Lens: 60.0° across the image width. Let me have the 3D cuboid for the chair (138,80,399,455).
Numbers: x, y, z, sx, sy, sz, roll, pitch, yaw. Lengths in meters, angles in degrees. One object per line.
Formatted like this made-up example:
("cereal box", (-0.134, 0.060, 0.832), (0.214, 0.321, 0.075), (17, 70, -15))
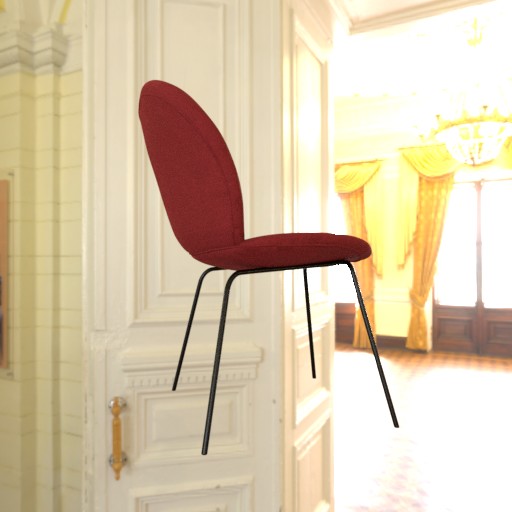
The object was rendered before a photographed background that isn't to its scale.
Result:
("chair", (0.000, 0.000, 1.150), (0.587, 0.791, 0.458), (0, 0, -18))
